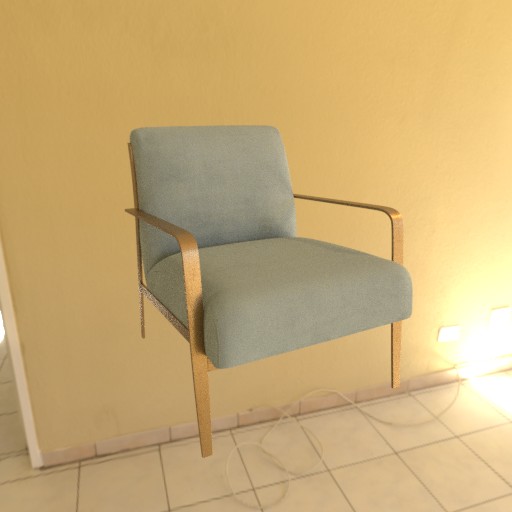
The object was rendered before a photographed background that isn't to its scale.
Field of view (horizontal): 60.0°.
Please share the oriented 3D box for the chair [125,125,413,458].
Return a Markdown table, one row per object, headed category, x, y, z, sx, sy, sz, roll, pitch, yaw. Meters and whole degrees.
| category | x | y | z | sx | sy | sz | roll | pitch | yaw |
| --- | --- | --- | --- | --- | --- | --- | --- | --- | --- |
| chair | 0.000 | 0.000 | 1.486 | 0.701 | 0.824 | 0.842 | -9 | 20 | -26 |
